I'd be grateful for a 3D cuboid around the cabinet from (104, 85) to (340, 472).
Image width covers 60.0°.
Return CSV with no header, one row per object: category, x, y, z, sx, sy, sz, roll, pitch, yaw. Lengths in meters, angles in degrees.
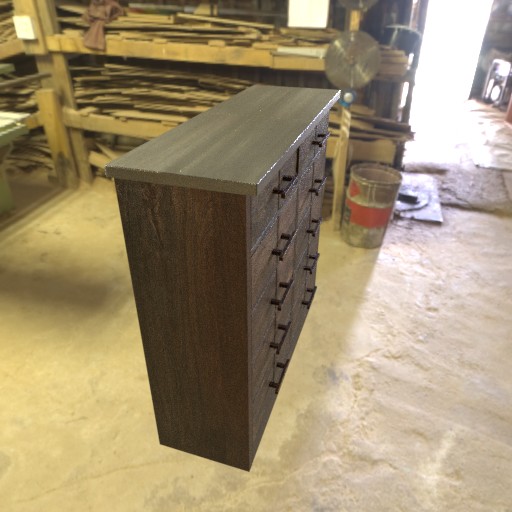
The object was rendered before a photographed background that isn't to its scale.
cabinet,0.000,0.000,1.495,0.338,0.919,0.968,10,32,16
